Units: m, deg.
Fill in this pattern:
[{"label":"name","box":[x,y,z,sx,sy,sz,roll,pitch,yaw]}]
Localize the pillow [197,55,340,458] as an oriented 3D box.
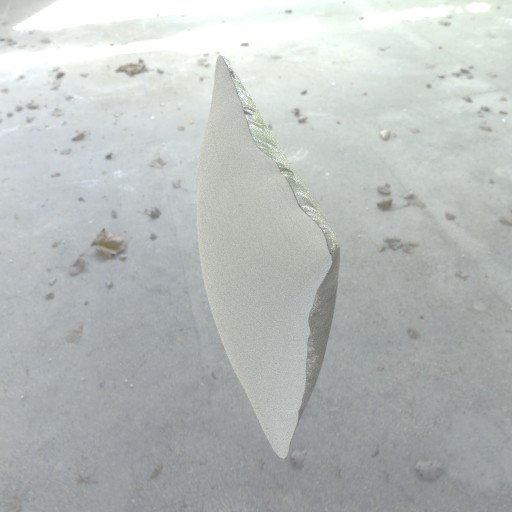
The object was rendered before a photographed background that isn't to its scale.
[{"label":"pillow","box":[0.000,0.000,0.706,0.175,0.464,0.470,-10,47,-10]}]
